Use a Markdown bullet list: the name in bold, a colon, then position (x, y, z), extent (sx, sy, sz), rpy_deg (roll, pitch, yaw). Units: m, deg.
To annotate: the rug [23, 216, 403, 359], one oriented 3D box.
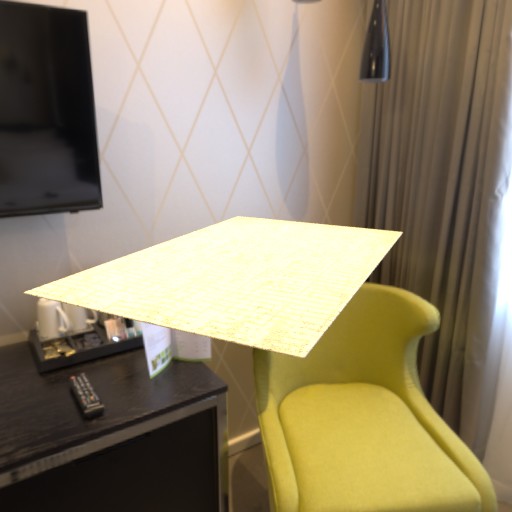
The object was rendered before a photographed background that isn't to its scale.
- **rug**: position (0.000, 0.000, 2.331), extent (1.211, 0.007, 1.827), rpy_deg (8, 18, 25)
